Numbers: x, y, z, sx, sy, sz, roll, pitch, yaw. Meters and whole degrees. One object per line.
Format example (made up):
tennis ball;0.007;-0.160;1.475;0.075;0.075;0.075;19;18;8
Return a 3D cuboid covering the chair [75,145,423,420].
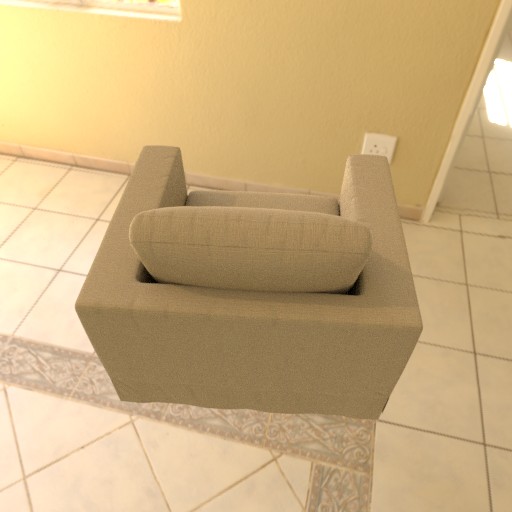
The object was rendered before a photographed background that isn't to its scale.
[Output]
chair;0.000;0.000;1.853;1.150;0.878;0.957;3;47;3
